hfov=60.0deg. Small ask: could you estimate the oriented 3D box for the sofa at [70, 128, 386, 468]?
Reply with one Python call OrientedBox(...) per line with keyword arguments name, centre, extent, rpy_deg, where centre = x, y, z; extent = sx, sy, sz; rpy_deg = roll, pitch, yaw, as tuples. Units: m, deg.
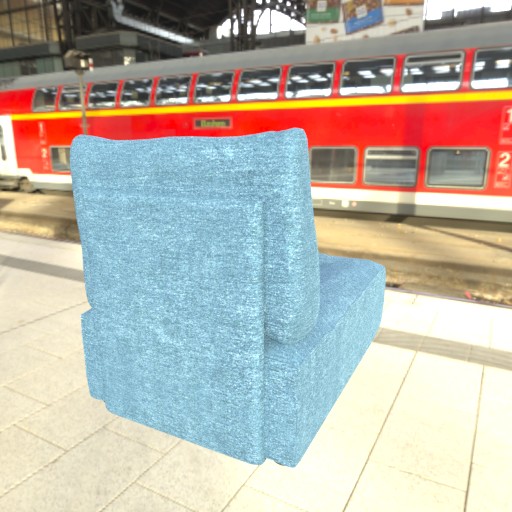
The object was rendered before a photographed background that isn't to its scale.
OrientedBox(name="sofa", centre=(0.000, 0.000, 1.529), extent=(0.700, 0.820, 1.000), rpy_deg=(7, 16, 26))
